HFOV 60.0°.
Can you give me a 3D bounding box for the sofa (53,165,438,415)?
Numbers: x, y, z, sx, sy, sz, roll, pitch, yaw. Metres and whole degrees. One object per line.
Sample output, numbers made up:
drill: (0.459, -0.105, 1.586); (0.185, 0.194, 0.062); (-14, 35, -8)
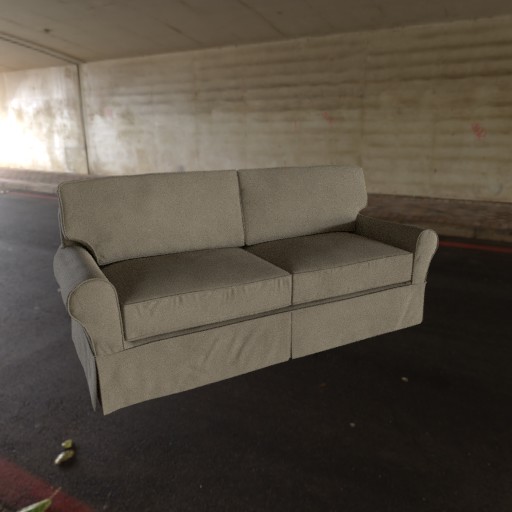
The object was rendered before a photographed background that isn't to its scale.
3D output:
sofa: (0.000, 0.000, 2.721); (2.246, 1.014, 0.900); (-8, 18, -27)
